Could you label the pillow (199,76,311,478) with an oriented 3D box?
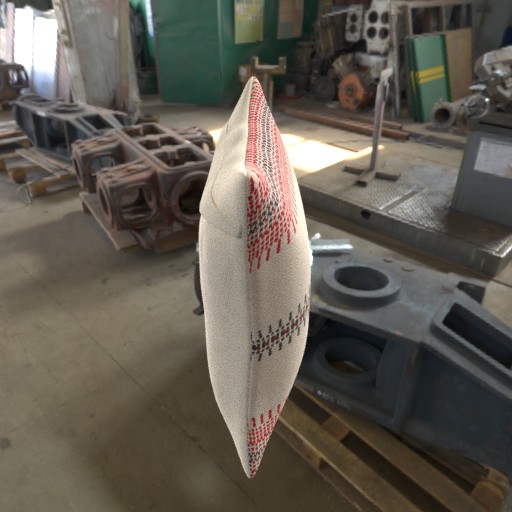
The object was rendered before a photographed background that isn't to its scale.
[{"bbox_3d":[0.000,0.000,0.700,0.160,0.454,0.463,0,32,0],"label":"pillow"}]
